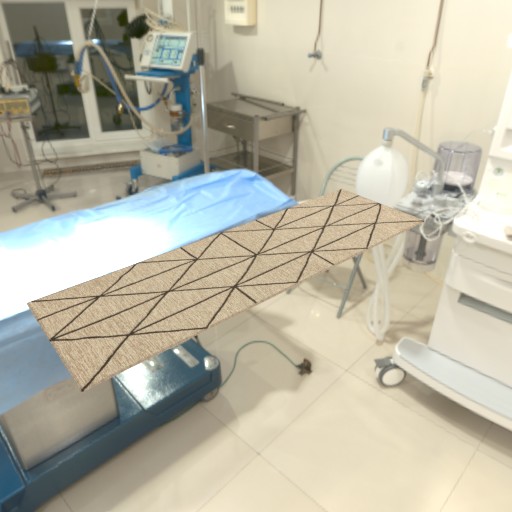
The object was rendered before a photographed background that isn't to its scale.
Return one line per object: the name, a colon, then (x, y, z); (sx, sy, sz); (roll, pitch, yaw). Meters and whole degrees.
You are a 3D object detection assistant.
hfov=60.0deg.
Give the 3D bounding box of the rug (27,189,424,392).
rug: (0.000, 0.000, 2.696); (2.438, 0.012, 0.762); (-23, 37, -33)
